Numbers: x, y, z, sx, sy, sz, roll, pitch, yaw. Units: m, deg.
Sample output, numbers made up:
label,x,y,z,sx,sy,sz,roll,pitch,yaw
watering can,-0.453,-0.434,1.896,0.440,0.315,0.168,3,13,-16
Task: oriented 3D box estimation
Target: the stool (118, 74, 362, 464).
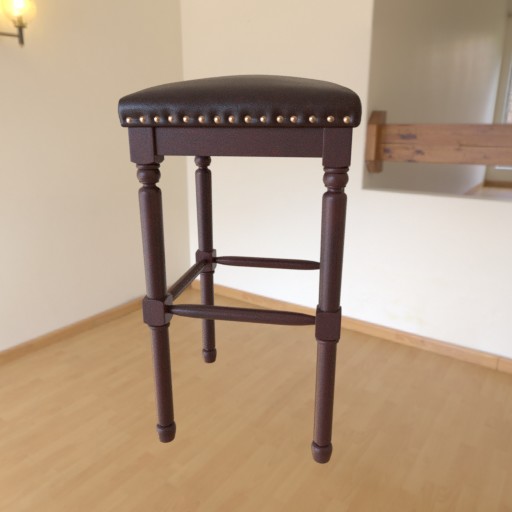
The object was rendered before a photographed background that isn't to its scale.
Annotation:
label,x,y,z,sx,sy,sz,roll,pitch,yaw
stool,0.000,0.000,0.930,0.382,0.702,0.383,3,17,10
